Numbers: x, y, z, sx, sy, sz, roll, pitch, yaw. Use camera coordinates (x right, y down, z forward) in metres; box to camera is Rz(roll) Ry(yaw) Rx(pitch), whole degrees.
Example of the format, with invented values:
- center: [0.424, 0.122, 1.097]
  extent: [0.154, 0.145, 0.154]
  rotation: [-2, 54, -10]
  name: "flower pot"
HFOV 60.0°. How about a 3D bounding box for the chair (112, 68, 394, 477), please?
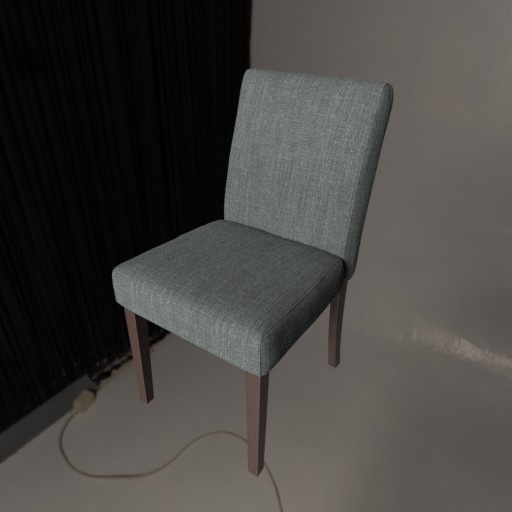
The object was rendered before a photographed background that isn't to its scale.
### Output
- center: [0.000, 0.000, 1.234]
  extent: [0.487, 0.884, 0.629]
  rotation: [20, 36, 30]
  name: "chair"
